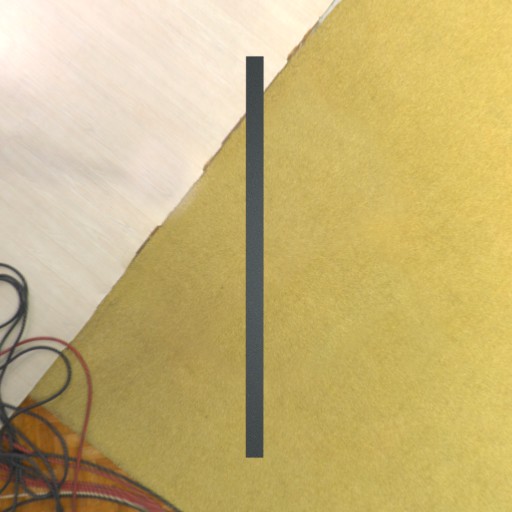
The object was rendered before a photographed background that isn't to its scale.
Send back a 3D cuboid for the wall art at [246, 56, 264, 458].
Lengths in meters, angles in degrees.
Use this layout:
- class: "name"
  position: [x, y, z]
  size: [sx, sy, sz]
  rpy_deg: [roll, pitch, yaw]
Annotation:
- class: "wall art"
  position: [0.000, 0.000, 1.420]
  size: [0.036, 1.070, 0.802]
  rpy_deg: [0, 90, 0]
